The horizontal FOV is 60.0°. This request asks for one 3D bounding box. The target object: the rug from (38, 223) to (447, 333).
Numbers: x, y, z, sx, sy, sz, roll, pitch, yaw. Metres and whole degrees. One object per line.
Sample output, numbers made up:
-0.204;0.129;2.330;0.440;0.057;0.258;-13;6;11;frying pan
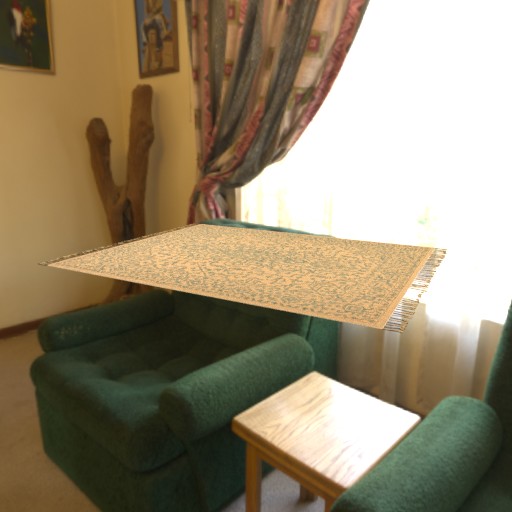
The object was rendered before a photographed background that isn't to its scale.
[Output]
0.000;0.000;4.408;3.327;0.010;2.464;8;16;27;rug
